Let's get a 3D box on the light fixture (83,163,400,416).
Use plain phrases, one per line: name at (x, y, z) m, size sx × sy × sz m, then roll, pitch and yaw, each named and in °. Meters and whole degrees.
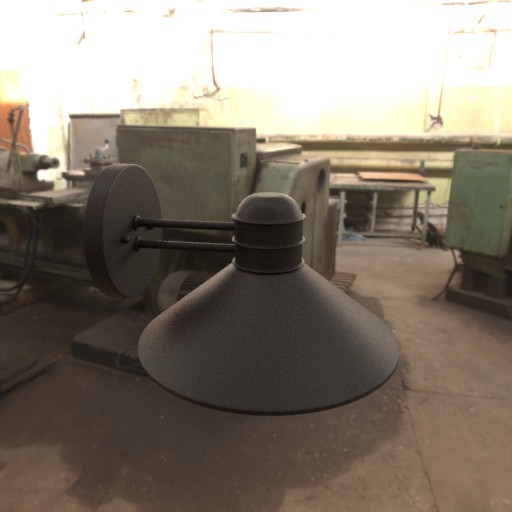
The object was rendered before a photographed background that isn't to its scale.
light fixture at (0.000, 0.000, 0.664) m, size 0.434 × 0.265 × 0.396 m, roll 3°, pitch 17°, yaw 10°
